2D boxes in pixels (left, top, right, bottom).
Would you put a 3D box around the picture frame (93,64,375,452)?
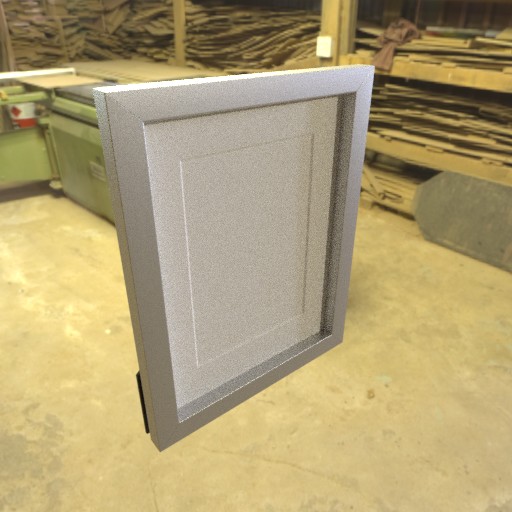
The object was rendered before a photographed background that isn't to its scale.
[{"bbox_3d":[0.000,0.000,0.506,0.307,0.386,0.036,-21,35,-33],"label":"picture frame"}]
